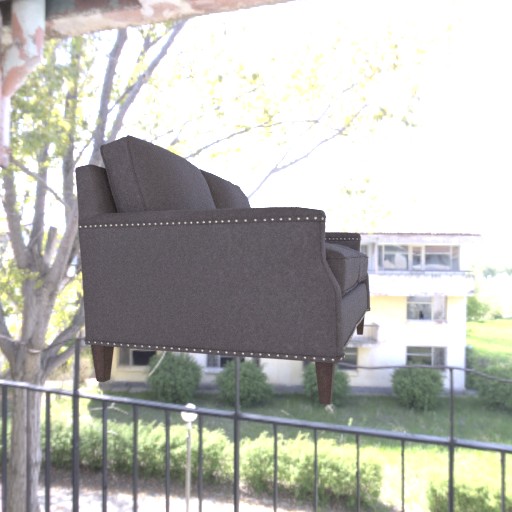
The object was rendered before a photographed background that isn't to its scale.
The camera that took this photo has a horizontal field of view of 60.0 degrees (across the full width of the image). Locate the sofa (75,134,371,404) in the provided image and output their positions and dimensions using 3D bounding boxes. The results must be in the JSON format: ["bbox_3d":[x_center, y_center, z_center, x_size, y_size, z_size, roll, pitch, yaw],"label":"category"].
[{"bbox_3d":[0.000,0.000,2.327,1.084,1.003,1.597,0,-1,18],"label":"sofa"}]
